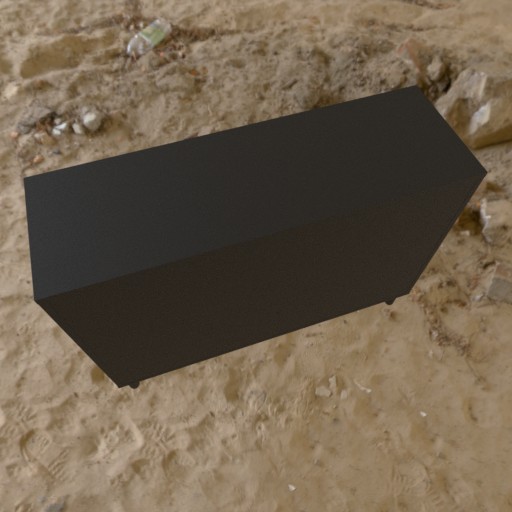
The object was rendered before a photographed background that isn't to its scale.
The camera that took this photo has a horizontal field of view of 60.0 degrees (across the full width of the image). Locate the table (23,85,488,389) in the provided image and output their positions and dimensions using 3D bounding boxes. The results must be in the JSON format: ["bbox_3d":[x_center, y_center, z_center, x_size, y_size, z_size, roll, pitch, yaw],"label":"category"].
[{"bbox_3d":[0.000,0.000,1.569,1.200,0.855,0.400,-16,60,-10],"label":"table"}]
